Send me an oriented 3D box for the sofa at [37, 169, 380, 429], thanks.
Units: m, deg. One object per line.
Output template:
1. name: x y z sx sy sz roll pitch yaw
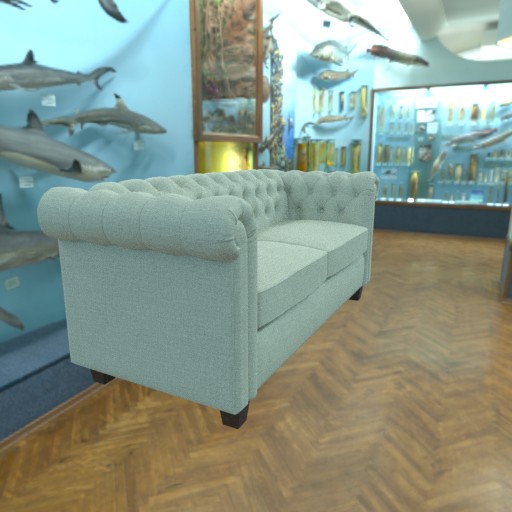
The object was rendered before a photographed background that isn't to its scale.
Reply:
1. sofa: 0.000 0.000 2.196 0.783 0.797 1.798 7 15 27
